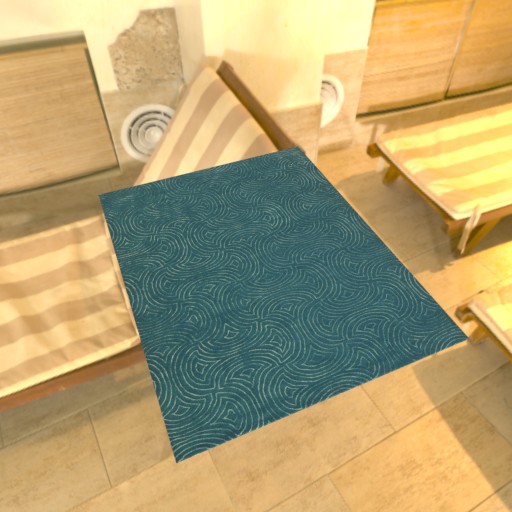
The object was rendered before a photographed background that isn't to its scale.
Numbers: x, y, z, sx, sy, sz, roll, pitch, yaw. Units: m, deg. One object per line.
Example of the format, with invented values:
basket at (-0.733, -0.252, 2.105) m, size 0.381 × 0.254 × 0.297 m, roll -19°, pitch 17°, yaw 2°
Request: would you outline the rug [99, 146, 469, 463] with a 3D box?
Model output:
rug at (0.000, 0.000, 4.193) m, size 2.432 × 0.012 × 3.033 m, roll -17°, pitch 49°, yaw -16°
